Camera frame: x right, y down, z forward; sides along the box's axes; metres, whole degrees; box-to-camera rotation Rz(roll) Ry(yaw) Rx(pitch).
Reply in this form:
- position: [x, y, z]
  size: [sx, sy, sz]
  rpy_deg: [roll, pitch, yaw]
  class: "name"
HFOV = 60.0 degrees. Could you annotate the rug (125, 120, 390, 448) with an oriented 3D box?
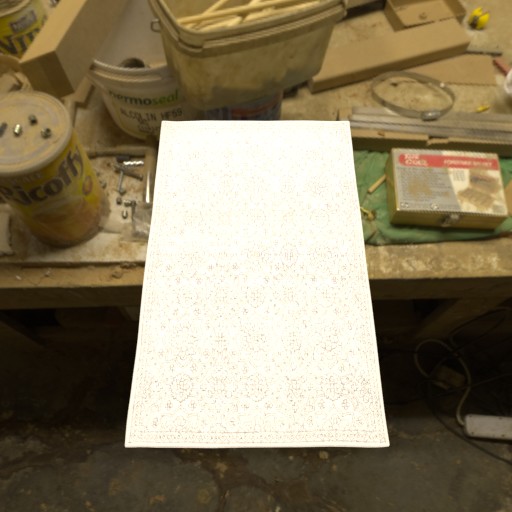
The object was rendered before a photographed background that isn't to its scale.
- position: [0.000, 0.000, 3.059]
  size: [1.518, 0.023, 2.434]
  rpy_deg: [0, 64, 0]
  class: "rug"
